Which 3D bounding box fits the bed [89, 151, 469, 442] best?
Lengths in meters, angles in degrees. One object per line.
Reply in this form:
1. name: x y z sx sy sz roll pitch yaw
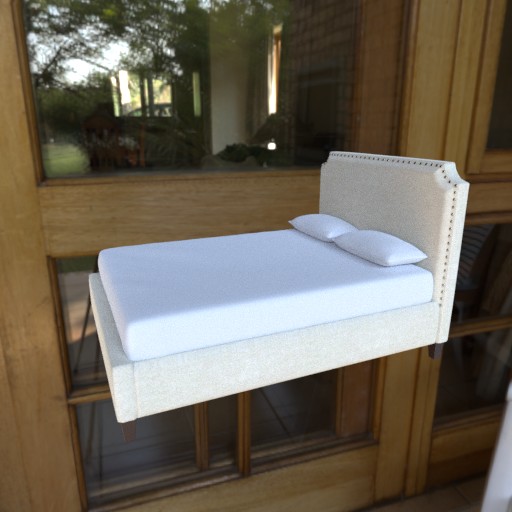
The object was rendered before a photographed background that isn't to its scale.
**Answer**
1. bed: 0.000 0.000 3.424 2.381 1.457 1.713 -7 18 -23
